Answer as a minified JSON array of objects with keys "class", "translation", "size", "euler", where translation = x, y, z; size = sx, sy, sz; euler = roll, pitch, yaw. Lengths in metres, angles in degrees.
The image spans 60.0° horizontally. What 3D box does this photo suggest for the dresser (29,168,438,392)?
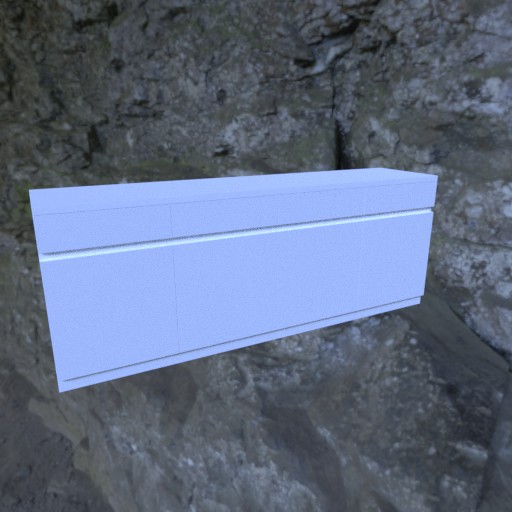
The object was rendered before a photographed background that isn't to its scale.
[{"class":"dresser","translation":[0.000,0.000,2.525],"size":[2.200,0.840,0.500],"euler":[-9,19,-26]}]
